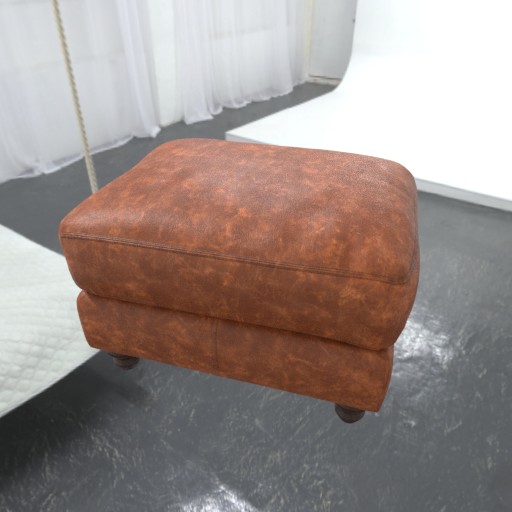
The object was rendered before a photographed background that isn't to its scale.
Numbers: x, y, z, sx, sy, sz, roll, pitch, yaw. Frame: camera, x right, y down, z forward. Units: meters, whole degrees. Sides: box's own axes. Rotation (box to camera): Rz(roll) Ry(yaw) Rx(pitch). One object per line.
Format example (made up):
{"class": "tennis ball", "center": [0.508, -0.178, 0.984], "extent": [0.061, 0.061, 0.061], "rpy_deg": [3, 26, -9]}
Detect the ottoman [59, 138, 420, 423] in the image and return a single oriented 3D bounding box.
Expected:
{"class": "ottoman", "center": [0.000, 0.000, 1.259], "extent": [0.832, 0.562, 0.657], "rpy_deg": [9, 33, 14]}
